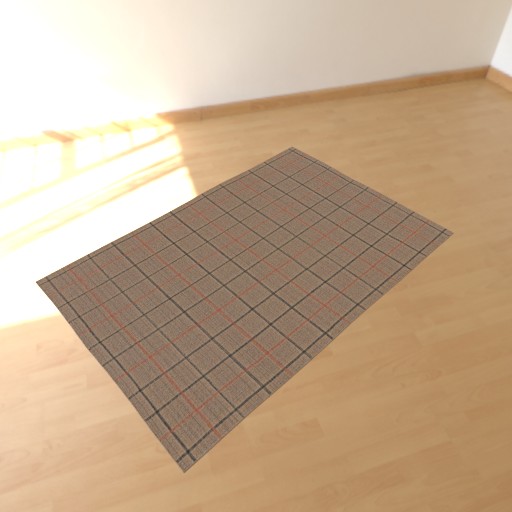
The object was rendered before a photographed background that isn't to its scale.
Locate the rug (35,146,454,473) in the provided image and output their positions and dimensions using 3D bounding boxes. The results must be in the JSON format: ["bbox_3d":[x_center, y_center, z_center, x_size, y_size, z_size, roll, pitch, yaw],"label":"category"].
[{"bbox_3d":[0.000,0.000,2.302,1.829,0.013,1.220,-33,54,-29],"label":"rug"}]
